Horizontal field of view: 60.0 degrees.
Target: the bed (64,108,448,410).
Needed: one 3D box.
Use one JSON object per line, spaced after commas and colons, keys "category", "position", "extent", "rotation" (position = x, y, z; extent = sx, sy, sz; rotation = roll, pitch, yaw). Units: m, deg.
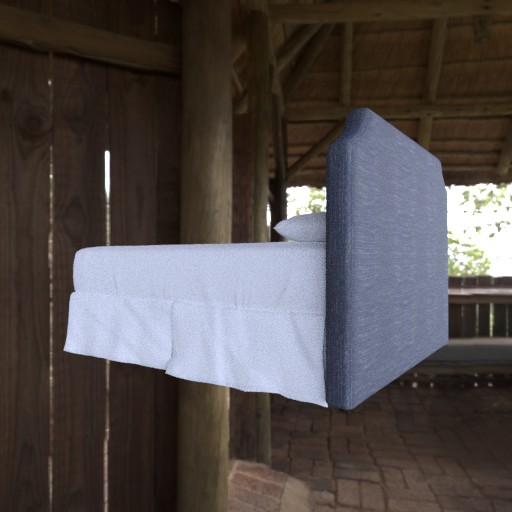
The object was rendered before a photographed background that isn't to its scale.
{"category": "bed", "position": [0.000, 0.000, 3.027], "extent": [2.116, 1.290, 1.693], "rotation": [0, 0, 36]}
